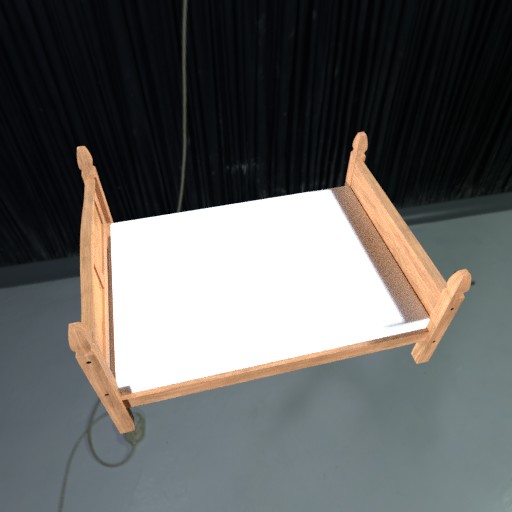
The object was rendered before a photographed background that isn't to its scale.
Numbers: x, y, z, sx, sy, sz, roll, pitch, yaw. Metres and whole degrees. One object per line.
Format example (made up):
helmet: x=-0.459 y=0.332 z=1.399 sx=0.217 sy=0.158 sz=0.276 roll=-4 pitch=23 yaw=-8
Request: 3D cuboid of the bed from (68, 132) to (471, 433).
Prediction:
bed: x=0.000 y=0.000 z=2.950 sx=2.069 sy=1.100 sz=1.490 roll=-10 pitch=48 yaw=-9
